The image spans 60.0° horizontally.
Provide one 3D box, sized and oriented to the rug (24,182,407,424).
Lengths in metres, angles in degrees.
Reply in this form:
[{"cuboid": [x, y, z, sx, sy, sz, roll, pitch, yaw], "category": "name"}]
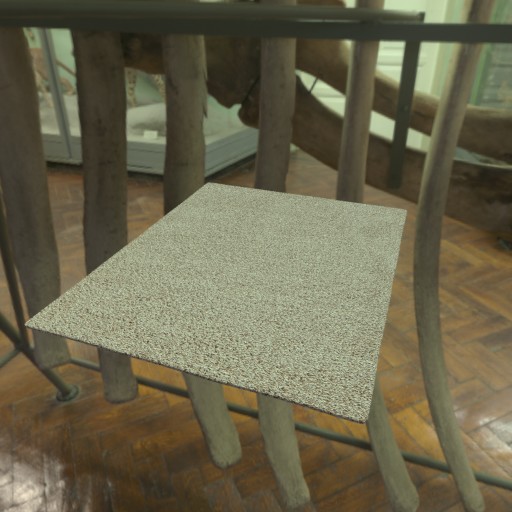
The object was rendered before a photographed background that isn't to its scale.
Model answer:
[{"cuboid": [0.000, 0.000, 4.042, 2.438, 0.029, 3.047, 11, 32, 18], "category": "rug"}]
